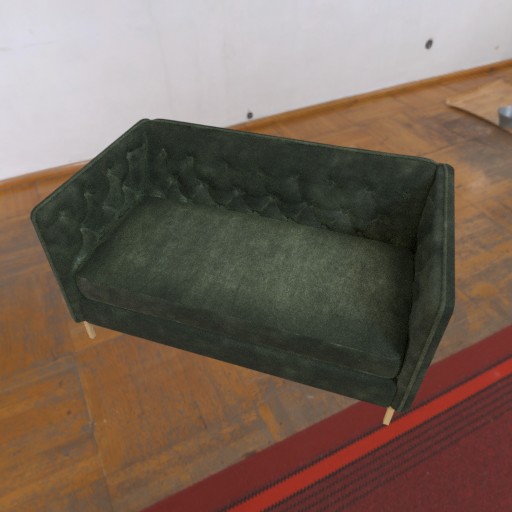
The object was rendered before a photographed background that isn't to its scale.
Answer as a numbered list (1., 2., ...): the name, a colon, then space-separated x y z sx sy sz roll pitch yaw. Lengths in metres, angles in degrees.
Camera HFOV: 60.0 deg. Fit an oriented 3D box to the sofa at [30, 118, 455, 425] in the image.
1. sofa: 0.000 0.000 2.013 1.537 0.768 0.895 12 43 14
